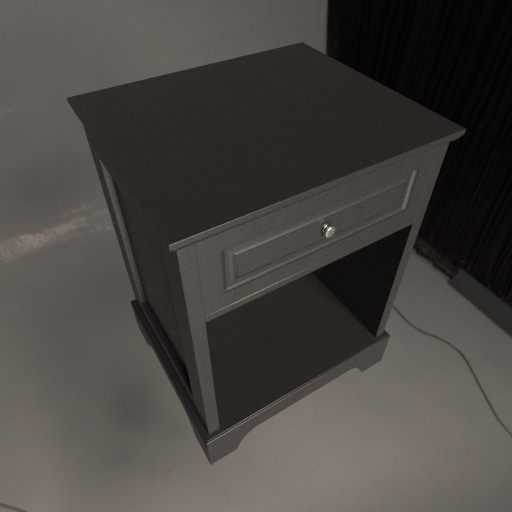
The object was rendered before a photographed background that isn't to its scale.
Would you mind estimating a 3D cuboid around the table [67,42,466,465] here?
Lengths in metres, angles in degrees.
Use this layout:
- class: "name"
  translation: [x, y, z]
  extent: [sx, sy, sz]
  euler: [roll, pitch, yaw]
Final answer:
- class: "table"
  translation: [0.000, 0.000, 0.881]
  extent: [0.460, 0.610, 0.399]
  euler: [-24, 50, -22]
